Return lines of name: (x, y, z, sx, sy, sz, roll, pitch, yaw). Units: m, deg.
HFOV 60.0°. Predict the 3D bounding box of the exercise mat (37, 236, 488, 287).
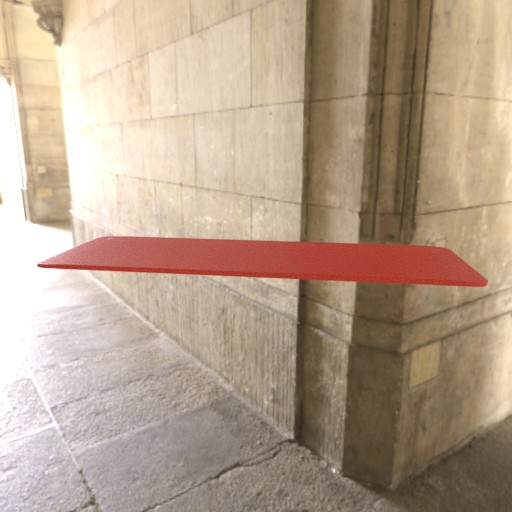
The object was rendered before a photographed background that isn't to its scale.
exercise mat: (0.000, 0.000, 2.072, 1.869, 0.021, 0.616, 2, 14, 8)
